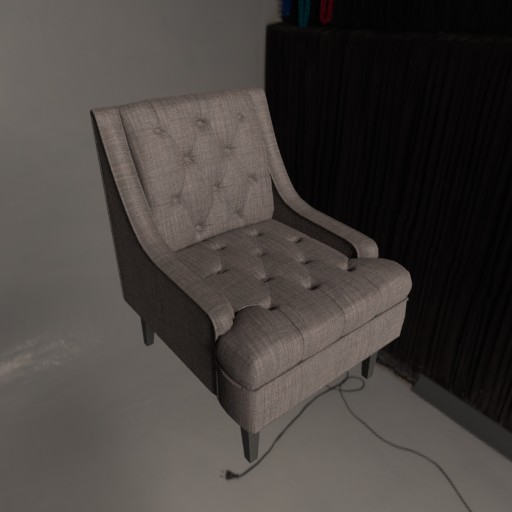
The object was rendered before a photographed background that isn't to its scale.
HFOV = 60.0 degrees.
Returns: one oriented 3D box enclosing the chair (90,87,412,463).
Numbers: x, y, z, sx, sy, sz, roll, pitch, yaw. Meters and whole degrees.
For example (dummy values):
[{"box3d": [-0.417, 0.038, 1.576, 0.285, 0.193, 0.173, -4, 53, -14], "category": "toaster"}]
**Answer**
[{"box3d": [0.000, 0.000, 1.410, 0.655, 0.891, 0.771, -22, 36, -33], "category": "chair"}]
